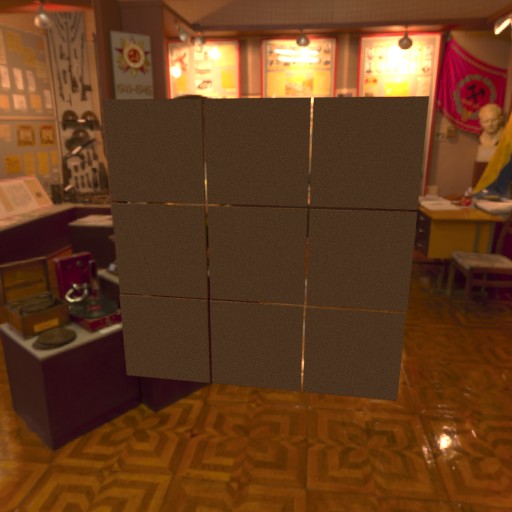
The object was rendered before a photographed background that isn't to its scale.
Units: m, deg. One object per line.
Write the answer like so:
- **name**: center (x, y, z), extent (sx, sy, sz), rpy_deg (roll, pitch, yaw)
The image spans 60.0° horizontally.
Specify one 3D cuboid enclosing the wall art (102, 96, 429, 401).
- **wall art**: center (0.000, 0.000, 1.364), extent (0.919, 0.917, 0.010), rpy_deg (3, 17, 9)
